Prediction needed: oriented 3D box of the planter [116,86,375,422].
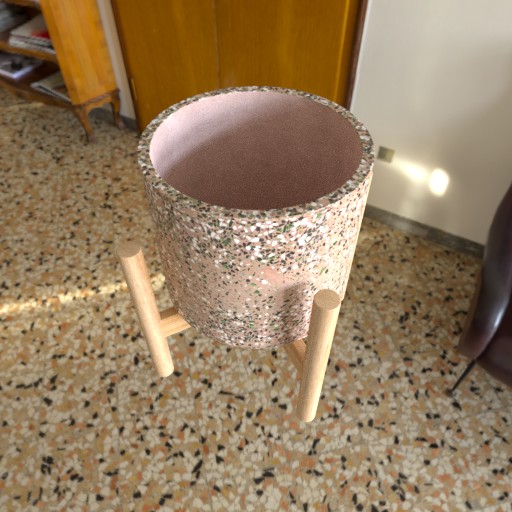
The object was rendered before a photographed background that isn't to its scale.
[{"bbox_3d":[0.000,0.000,0.537,0.284,0.320,0.284,-3,47,-3],"label":"planter"}]
